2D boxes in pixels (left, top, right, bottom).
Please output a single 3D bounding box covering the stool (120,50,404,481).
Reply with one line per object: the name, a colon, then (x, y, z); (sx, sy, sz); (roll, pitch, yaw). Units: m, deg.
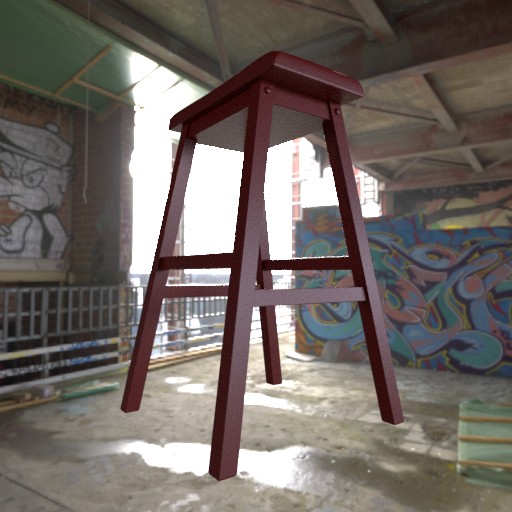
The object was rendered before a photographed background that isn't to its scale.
stool: (0.000, 0.000, 1.036); (0.476, 0.737, 0.457); (2, -3, -36)
